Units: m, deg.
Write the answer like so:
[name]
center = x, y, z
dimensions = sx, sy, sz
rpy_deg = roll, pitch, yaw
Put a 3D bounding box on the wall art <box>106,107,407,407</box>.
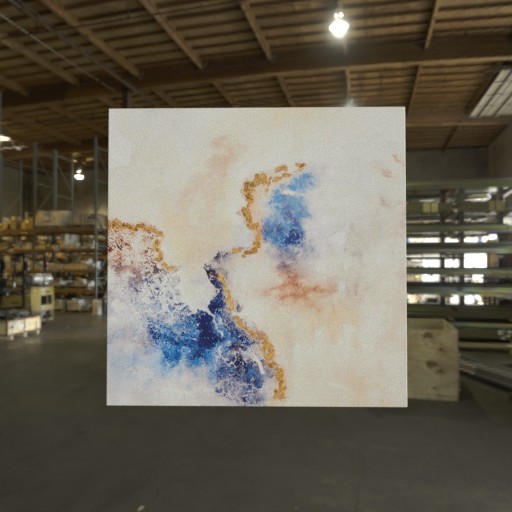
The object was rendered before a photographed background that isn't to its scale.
[wall art]
center = 0.000, 0.000, 1.336
dimensions = 0.889, 0.889, 0.038
rpy_deg = 0, -1, 1
